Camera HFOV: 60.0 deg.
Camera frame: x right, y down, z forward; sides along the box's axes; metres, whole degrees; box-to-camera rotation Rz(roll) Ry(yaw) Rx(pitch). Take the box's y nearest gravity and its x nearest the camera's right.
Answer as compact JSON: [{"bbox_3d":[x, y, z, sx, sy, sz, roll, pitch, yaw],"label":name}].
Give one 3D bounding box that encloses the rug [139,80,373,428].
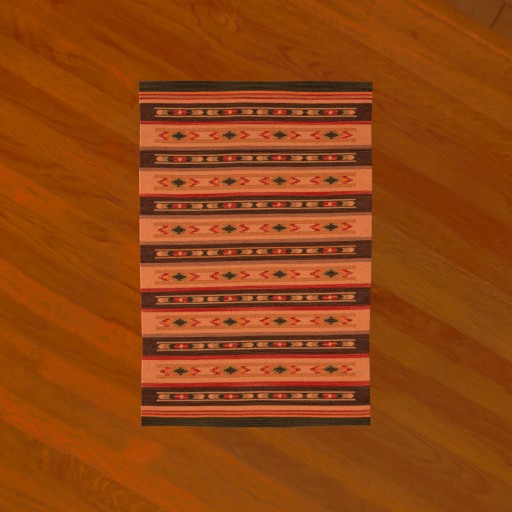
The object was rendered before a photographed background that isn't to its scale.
[{"bbox_3d":[0.000,0.000,2.333,1.221,0.009,1.825,0,91,0],"label":"rug"}]
